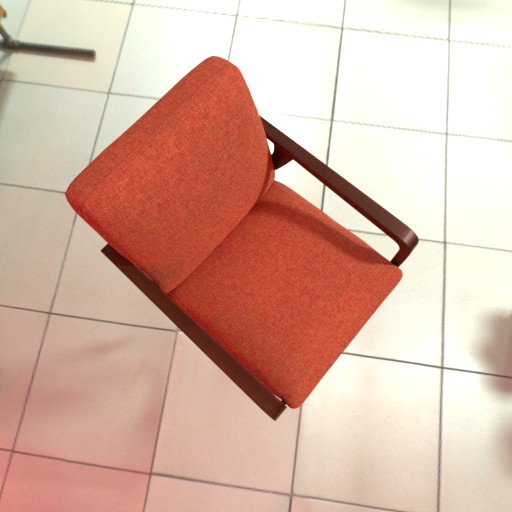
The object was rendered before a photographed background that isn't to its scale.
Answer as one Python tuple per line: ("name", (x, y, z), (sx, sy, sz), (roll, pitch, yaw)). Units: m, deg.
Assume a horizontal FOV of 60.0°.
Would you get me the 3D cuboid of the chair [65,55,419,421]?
("chair", (0.000, 0.000, 1.515), (0.860, 0.890, 0.719), (40, 78, 10))
